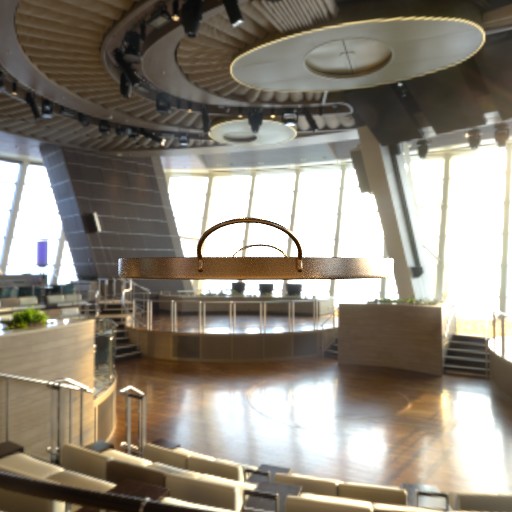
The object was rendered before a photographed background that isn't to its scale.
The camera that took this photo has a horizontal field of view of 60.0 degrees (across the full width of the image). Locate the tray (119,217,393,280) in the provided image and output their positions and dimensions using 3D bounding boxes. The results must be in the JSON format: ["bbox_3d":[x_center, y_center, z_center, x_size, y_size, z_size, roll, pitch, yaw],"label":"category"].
[{"bbox_3d":[0.000,0.000,0.740,0.438,0.069,0.543,0,-1,2],"label":"tray"}]
